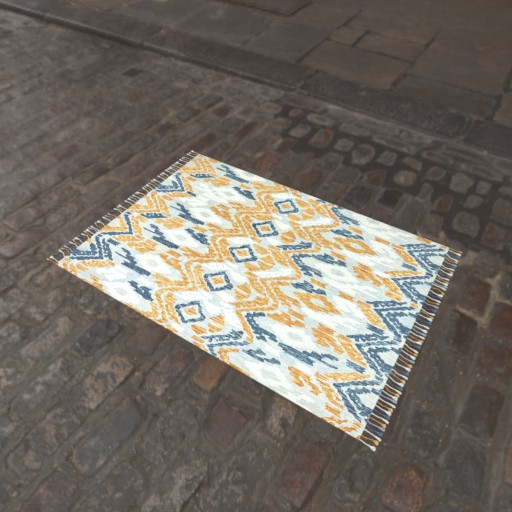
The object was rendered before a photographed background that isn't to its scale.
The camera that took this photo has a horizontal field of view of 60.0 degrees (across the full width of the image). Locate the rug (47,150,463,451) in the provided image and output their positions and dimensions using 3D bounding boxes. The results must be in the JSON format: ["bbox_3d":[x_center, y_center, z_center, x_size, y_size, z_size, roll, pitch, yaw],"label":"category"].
[{"bbox_3d":[0.000,0.000,2.332,1.827,0.008,1.230,25,51,22],"label":"rug"}]
